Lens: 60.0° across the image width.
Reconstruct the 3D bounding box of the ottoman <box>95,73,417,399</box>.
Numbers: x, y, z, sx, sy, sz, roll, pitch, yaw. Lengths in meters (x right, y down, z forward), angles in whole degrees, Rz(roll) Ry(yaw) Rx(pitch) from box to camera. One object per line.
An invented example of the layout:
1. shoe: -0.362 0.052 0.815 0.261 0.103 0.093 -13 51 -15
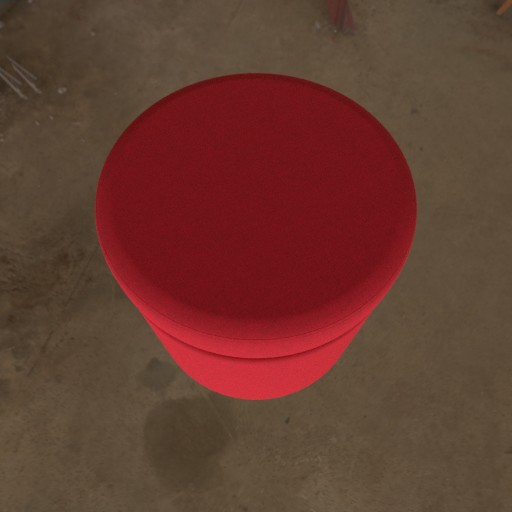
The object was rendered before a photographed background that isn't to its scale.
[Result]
1. ottoman: 0.000 0.000 0.721 0.400 0.406 0.400 0 64 0
